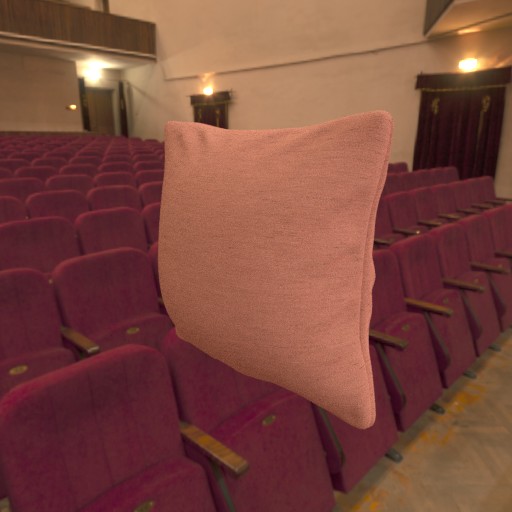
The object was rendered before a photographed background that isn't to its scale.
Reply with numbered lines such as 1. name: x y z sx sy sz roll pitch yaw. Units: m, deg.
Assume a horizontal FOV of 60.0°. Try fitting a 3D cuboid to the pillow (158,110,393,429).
1. pillow: 0.000 0.000 0.690 0.432 0.415 0.246 14 20 42
